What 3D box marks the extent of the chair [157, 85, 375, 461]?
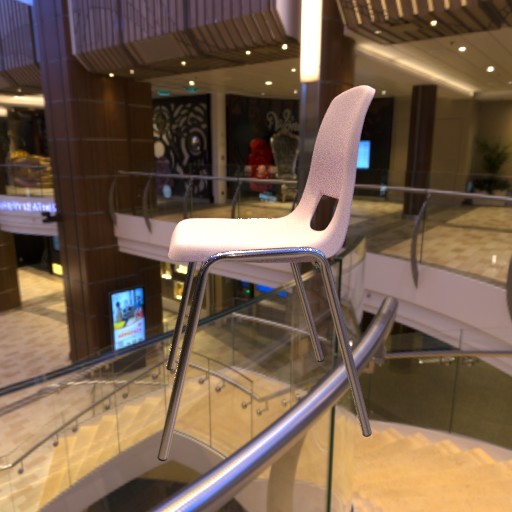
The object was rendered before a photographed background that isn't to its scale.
[{"bbox_3d":[0.000,0.000,0.973,0.436,0.704,0.381,-2,14,-8],"label":"chair"}]
